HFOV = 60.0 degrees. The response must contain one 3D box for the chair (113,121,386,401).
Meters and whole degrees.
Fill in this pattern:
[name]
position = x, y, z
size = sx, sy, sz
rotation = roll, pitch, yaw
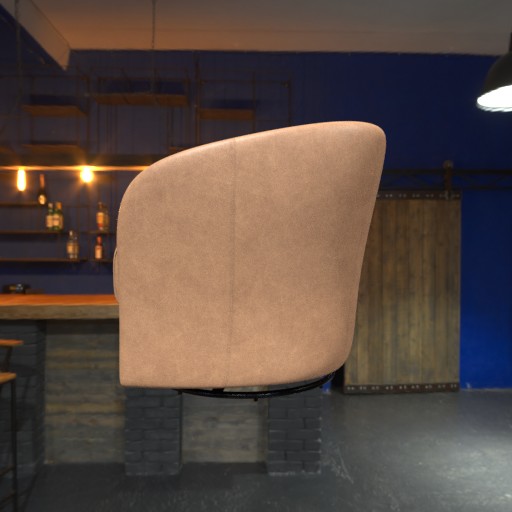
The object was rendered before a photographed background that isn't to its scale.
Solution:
[chair]
position = 0.000, 0.000, 1.473
size = 0.815, 0.771, 0.791
rotation = 0, 1, 0
